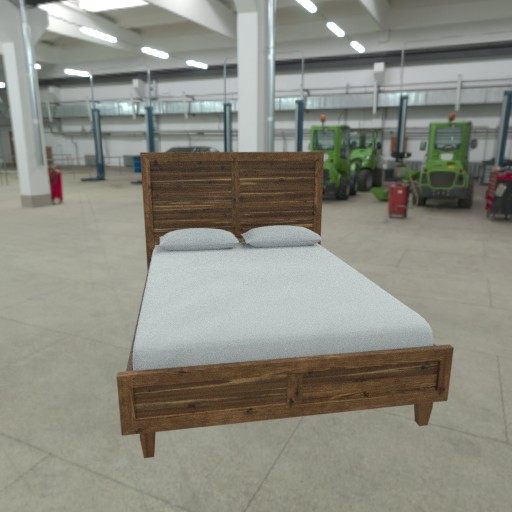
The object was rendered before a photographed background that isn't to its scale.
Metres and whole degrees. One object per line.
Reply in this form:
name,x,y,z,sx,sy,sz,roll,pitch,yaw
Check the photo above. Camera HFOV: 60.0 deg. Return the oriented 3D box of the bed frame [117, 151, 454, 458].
bed frame,0.000,0.000,3.195,1.696,1.417,2.276,-2,14,-10
